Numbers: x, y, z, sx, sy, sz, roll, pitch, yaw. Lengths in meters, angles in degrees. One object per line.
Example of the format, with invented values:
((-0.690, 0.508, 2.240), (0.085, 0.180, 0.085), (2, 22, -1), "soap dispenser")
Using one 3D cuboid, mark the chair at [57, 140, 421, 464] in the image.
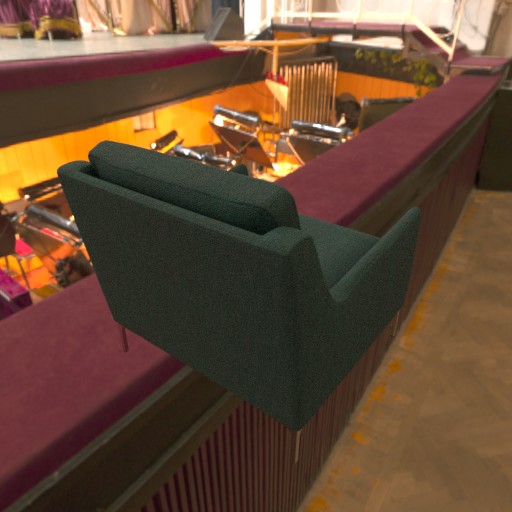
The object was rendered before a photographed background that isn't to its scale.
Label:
((0.000, 0.000, 1.519), (0.847, 0.828, 0.849), (21, 36, 32), "chair")
